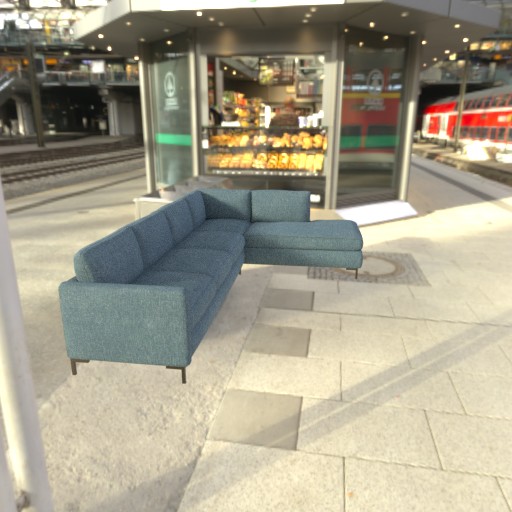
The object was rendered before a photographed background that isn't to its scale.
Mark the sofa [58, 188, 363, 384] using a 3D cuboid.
[{"bbox_3d":[0.000,0.000,3.942,2.007,0.815,2.949,2,17,8],"label":"sofa"}]
